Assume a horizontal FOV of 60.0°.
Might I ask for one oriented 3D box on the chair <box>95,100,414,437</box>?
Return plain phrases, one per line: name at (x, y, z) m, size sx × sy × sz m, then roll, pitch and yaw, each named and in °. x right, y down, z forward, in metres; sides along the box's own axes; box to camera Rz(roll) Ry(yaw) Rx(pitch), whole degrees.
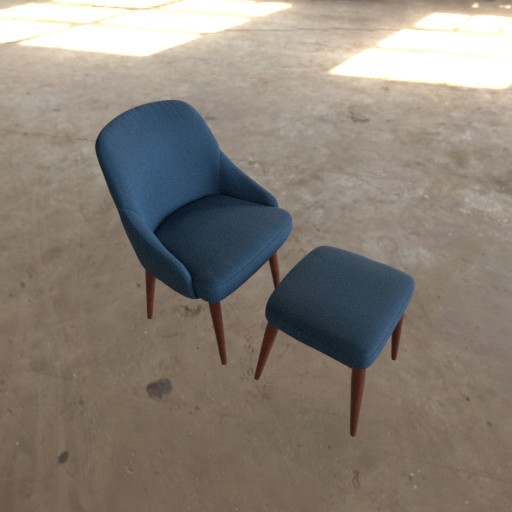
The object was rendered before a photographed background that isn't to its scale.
chair at (0.000, 0.000, 1.646) m, size 1.114 × 0.866 × 0.584 m, roll 24°, pitch 46°, yaw 25°
